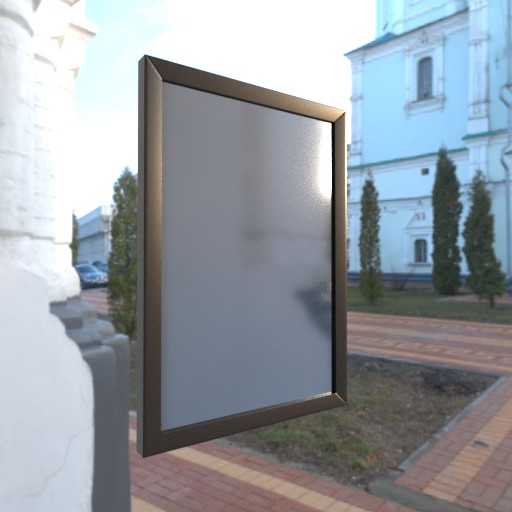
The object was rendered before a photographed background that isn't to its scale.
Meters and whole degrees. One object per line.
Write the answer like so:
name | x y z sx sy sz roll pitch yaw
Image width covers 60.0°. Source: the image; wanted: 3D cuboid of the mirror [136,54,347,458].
mirror | 0.000 0.000 0.939 0.507 0.710 0.040 1 -1 -35
